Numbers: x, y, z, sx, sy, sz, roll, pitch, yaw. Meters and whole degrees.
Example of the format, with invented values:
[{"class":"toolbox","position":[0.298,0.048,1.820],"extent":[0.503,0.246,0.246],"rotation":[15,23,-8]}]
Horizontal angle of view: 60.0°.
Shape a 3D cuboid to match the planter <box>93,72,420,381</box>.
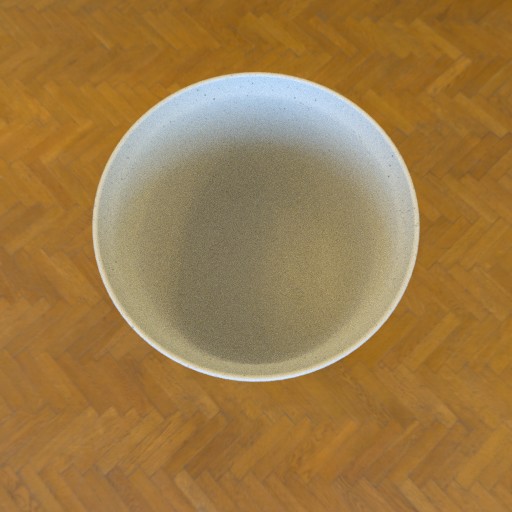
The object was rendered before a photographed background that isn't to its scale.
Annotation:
[{"class":"planter","position":[0.000,0.000,0.379],"extent":[0.204,0.214,0.204],"rotation":[0,75,0]}]
